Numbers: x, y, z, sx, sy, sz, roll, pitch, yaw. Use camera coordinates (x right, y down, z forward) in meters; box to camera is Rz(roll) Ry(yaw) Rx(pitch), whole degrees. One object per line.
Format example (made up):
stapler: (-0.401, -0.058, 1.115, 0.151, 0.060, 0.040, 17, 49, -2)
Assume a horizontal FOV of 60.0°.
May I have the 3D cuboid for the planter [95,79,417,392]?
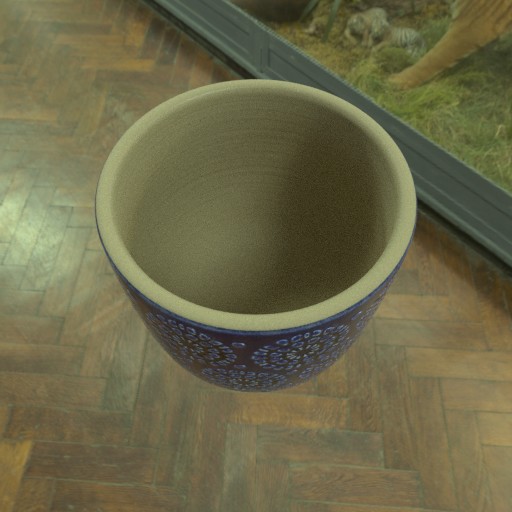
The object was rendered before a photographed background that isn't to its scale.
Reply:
planter: (0.000, 0.000, 0.290, 0.165, 0.149, 0.165, 0, 59, 0)
